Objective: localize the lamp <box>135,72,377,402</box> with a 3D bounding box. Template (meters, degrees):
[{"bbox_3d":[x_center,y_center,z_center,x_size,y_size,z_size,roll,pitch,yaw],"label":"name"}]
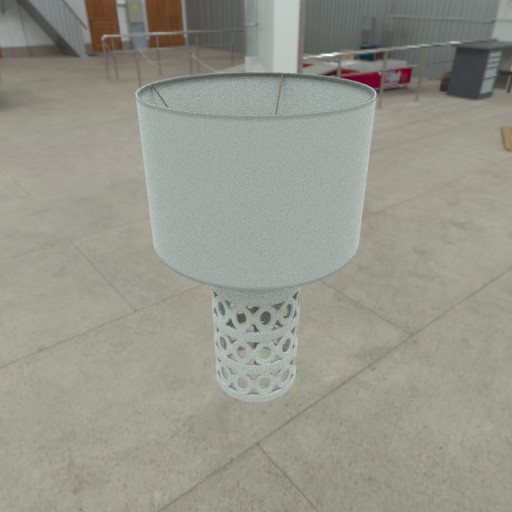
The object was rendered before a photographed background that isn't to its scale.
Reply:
[{"bbox_3d":[0.000,0.000,0.702,0.310,0.502,0.310,0,30,0],"label":"lamp"}]
